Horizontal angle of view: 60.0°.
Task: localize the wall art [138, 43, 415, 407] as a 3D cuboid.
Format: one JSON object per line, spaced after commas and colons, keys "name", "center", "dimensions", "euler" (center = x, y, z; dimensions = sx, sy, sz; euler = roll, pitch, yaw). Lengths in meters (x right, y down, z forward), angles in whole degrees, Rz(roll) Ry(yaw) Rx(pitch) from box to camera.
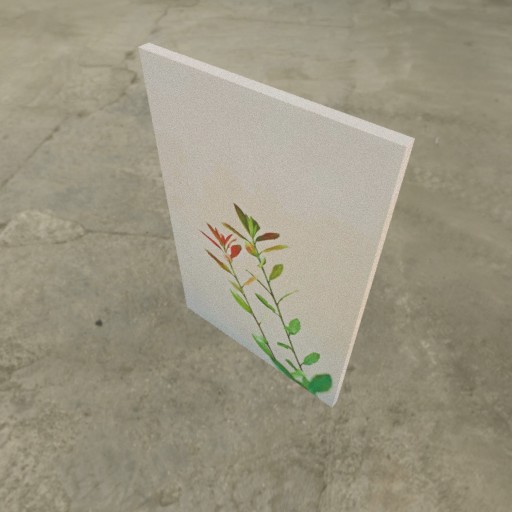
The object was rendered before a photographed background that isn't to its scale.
{"name": "wall art", "center": [0.000, 0.000, 1.436], "dimensions": [0.764, 1.143, 0.038], "euler": [30, 53, 25]}
